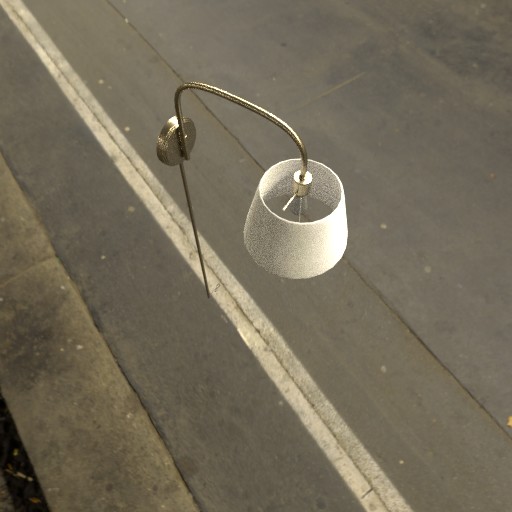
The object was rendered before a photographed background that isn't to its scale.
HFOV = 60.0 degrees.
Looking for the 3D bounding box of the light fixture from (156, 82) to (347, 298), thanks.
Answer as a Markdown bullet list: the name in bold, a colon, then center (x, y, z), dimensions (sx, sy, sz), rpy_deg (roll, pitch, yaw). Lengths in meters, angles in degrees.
- **light fixture**: center (0.000, 0.000, 0.474), dimensions (0.176, 0.399, 0.092), rpy_deg (30, 63, 16)
